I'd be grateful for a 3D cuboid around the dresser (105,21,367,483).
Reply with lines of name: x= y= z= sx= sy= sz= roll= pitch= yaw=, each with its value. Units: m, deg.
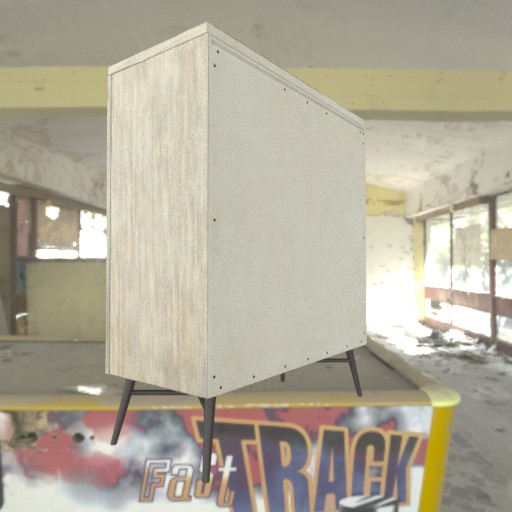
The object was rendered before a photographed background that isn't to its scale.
dresser: x=0.000 y=0.000 z=1.697 sx=0.457 sy=1.219 sz=1.016 roll=-1 pitch=-2 yaw=37
